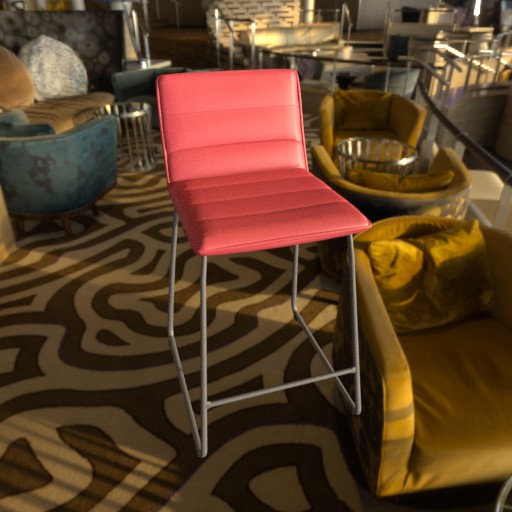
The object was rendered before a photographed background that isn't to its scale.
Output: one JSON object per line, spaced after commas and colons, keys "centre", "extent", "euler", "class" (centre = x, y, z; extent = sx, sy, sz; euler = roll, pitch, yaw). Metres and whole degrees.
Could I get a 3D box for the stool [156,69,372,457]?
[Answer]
{"centre": [0.000, 0.000, 1.188], "extent": [0.489, 0.866, 0.524], "euler": [-9, 32, -15], "class": "stool"}
